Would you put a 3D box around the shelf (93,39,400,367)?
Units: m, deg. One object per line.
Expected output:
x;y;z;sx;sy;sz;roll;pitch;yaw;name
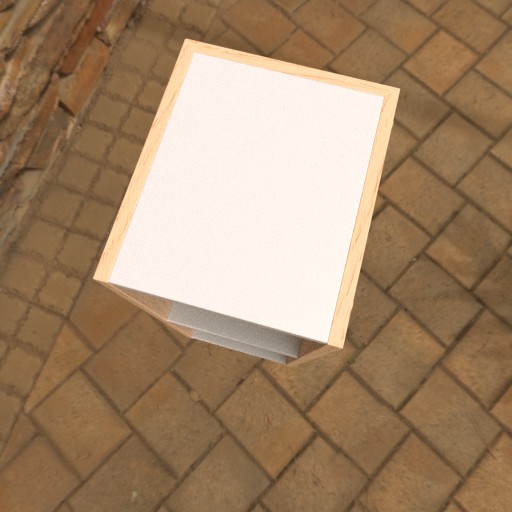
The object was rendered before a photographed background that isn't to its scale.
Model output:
0.000;0.000;0.745;0.250;0.600;0.290;15;75;4;shelf
